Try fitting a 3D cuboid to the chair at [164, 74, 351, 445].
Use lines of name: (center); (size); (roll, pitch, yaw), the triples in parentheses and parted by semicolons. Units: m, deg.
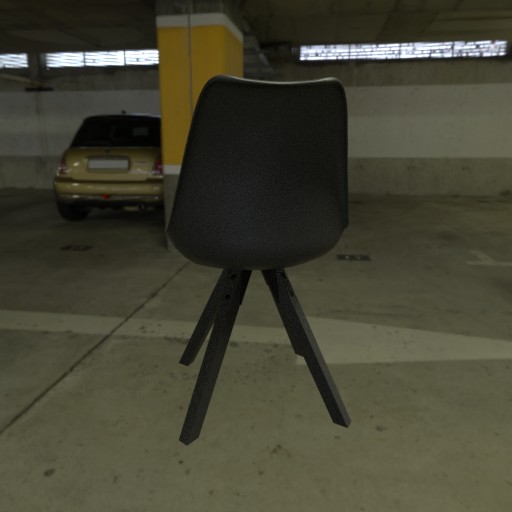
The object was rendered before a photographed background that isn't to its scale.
chair: (0.000, 0.000, 1.209); (0.485, 0.850, 0.550); (-2, 15, -9)
